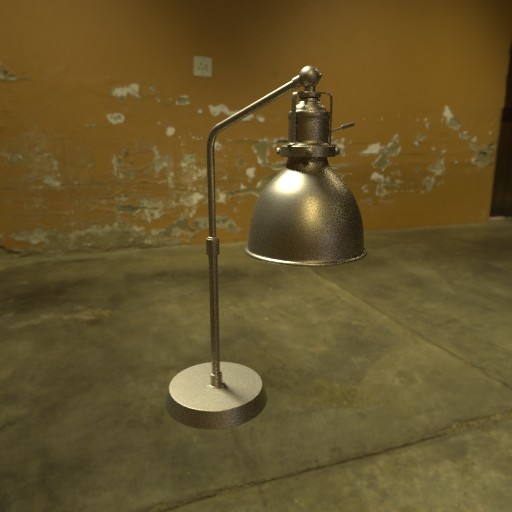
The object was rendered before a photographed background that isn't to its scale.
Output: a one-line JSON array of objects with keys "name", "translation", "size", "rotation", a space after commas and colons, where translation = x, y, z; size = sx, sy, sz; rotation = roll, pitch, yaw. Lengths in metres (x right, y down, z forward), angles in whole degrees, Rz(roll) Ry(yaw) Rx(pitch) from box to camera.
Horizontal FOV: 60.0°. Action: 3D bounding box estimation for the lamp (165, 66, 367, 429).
[{"name": "lamp", "translation": [0.000, 0.000, 0.583], "size": [0.286, 0.456, 0.153], "rotation": [7, 16, 25]}]
